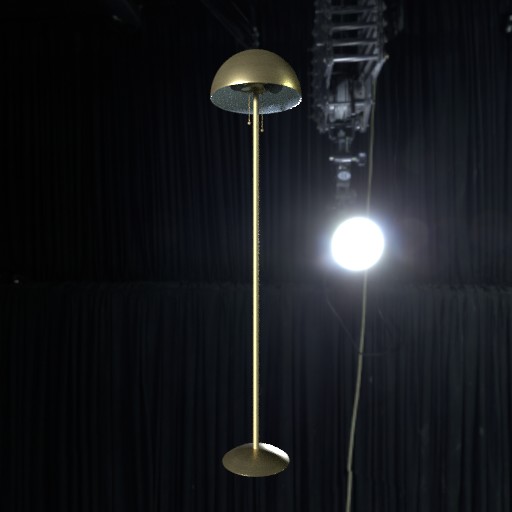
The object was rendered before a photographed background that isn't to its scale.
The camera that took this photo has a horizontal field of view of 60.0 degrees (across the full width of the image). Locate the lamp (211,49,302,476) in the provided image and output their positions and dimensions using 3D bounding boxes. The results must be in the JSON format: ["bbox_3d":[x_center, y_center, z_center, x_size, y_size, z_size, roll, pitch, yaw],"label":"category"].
[{"bbox_3d":[0.000,0.000,1.606,0.328,1.480,0.328,0,0,1],"label":"lamp"}]
